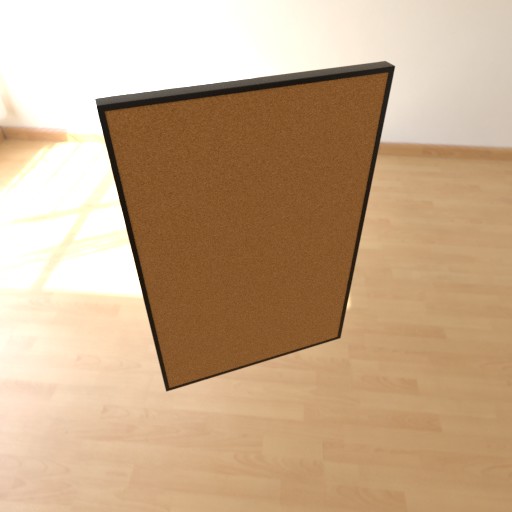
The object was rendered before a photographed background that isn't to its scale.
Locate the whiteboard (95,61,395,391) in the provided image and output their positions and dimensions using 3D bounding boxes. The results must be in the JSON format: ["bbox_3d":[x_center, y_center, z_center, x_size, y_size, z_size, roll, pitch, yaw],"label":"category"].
[{"bbox_3d":[0.000,0.000,0.780,0.406,0.611,0.026,-13,43,-15],"label":"whiteboard"}]
